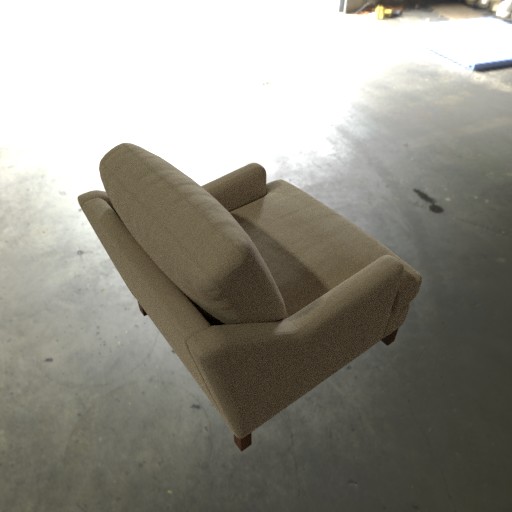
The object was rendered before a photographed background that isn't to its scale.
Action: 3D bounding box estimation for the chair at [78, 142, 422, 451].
[{"bbox_3d":[0.000,0.000,1.746,1.001,0.916,0.912,-26,48,-26],"label":"chair"}]
